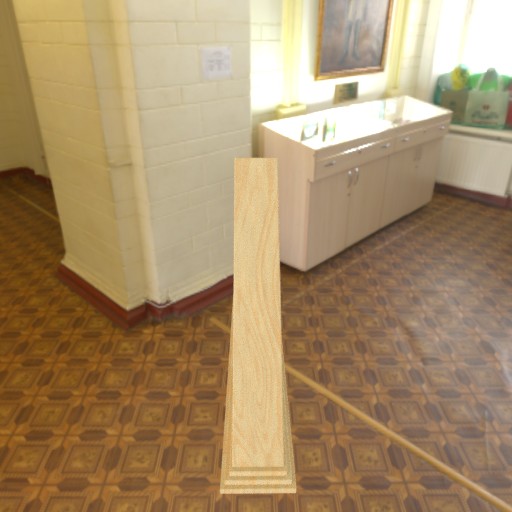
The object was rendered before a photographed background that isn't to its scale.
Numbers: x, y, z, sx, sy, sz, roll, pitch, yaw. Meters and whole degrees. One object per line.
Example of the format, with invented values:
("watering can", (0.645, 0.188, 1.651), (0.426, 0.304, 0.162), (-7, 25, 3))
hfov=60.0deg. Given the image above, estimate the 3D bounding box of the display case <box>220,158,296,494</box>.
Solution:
("display case", (0.000, 0.000, 0.762), (0.095, 0.340, 0.640), (0, 27, 0))
